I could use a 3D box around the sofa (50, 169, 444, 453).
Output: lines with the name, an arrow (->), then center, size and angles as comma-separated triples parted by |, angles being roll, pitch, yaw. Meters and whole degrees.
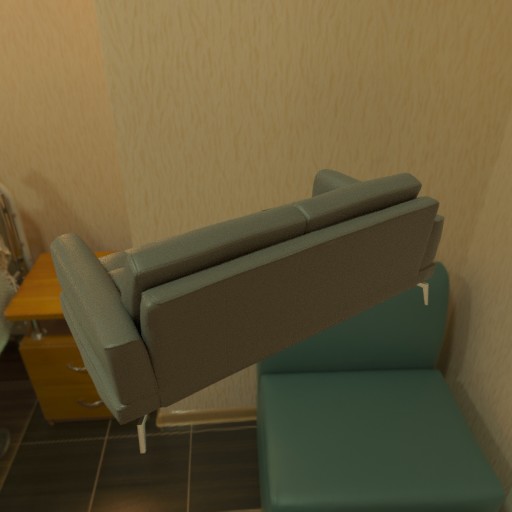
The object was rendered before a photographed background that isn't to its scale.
sofa -> 0.000, 0.000, 2.674 | 2.177, 0.930, 1.121 | -19, 36, -29
